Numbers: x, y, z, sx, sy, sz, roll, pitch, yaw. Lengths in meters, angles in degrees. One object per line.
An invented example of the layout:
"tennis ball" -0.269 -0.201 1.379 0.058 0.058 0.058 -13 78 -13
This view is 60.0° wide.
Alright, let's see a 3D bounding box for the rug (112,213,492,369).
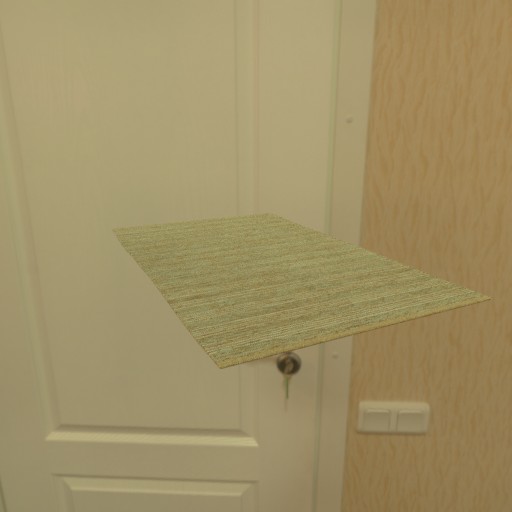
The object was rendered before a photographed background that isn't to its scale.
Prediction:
"rug" 0.000 0.000 3.029 1.540 0.012 2.448 -8 19 -25
